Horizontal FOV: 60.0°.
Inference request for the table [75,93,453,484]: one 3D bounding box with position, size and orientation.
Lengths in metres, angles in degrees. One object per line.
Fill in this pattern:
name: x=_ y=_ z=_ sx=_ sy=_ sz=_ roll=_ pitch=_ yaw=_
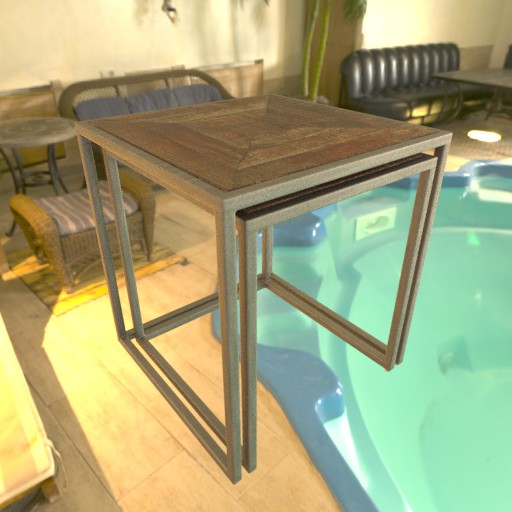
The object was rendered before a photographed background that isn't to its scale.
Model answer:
table: x=0.000 y=0.000 z=0.861 sx=0.450 sy=0.500 sz=0.449 roll=-22 pitch=36 yaw=-33
